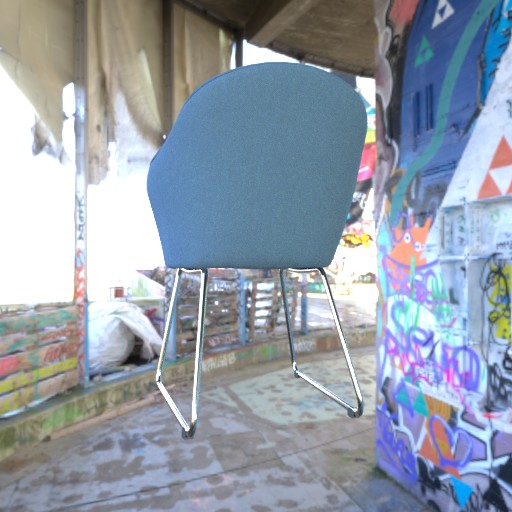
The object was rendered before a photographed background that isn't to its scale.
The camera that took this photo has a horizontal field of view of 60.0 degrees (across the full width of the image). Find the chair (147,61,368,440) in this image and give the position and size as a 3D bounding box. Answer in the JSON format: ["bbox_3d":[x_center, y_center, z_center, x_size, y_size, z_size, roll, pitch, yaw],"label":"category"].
[{"bbox_3d":[0.000,0.000,1.208,0.570,0.815,0.585,0,-1,-18],"label":"chair"}]
